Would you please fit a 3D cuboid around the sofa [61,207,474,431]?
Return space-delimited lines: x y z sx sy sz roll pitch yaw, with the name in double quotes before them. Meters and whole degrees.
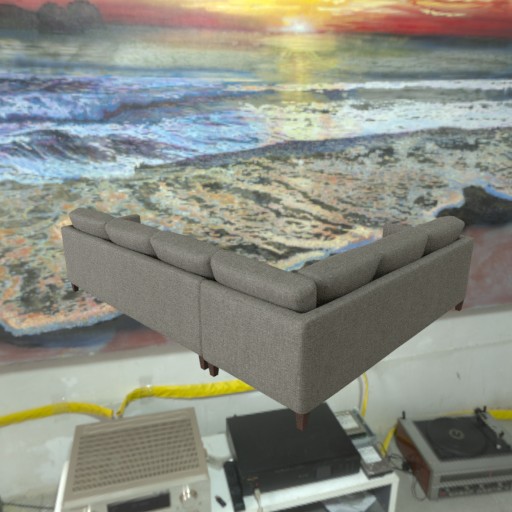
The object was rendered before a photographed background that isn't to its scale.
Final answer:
"sofa" 0.000 0.000 4.454 3.302 0.947 2.593 16 24 42
